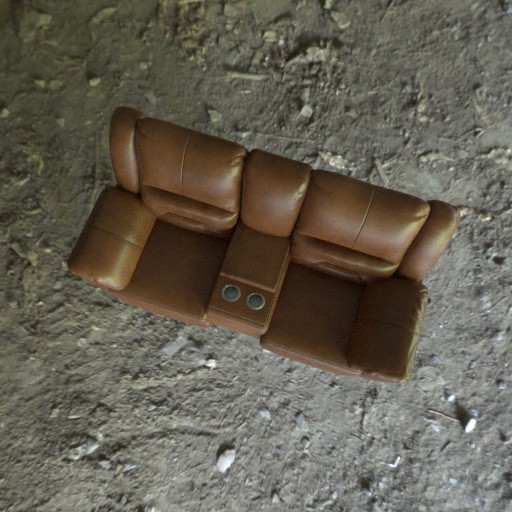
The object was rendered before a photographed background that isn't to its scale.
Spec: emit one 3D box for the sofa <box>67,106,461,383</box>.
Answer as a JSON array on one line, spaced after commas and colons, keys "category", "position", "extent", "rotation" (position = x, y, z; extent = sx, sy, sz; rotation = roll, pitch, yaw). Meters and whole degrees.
[{"category": "sofa", "position": [0.000, 0.000, 2.677], "extent": [2.058, 1.043, 0.991], "rotation": [18, 76, 5]}]
